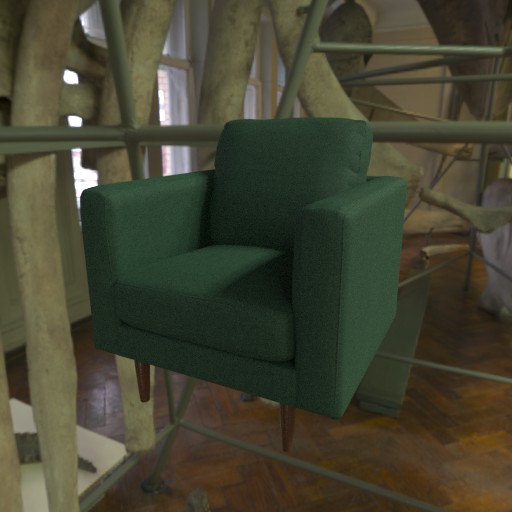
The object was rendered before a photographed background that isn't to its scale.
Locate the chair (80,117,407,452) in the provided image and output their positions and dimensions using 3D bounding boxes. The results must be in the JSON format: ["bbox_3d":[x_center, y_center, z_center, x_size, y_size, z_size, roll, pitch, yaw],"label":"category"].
[{"bbox_3d":[0.000,0.000,1.528,0.855,0.927,0.800,8,17,26],"label":"chair"}]
